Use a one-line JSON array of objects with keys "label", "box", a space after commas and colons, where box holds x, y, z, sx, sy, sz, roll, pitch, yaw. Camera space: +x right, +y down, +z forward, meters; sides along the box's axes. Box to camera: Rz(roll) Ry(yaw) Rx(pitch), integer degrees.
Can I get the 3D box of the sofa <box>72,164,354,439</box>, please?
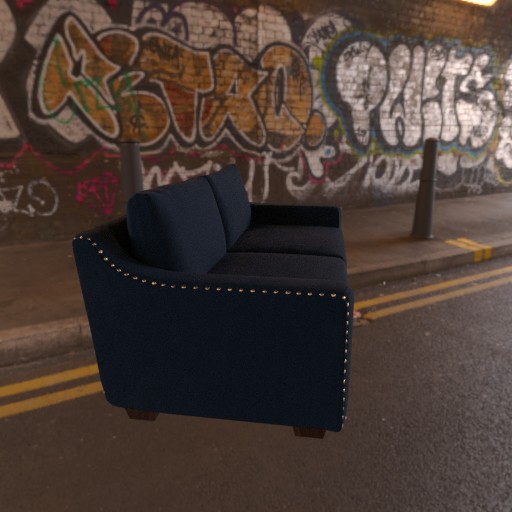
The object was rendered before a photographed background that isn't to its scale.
[{"label": "sofa", "box": [0.000, 0.000, 2.698, 1.104, 0.983, 2.107, 2, 16, 9]}]
